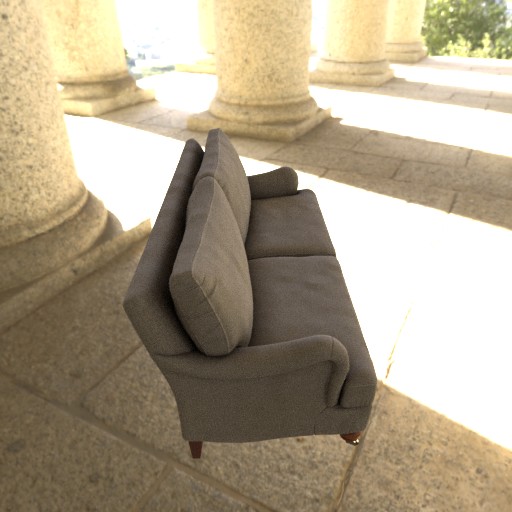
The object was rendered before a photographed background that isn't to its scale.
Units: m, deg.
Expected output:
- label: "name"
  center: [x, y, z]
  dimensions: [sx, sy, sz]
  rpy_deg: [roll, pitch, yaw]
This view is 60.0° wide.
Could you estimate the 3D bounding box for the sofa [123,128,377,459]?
- label: "sofa"
  center: [0.000, 0.000, 2.810]
  dimensions: [1.069, 1.096, 2.193]
  rpy_deg: [-1, 31, -1]
